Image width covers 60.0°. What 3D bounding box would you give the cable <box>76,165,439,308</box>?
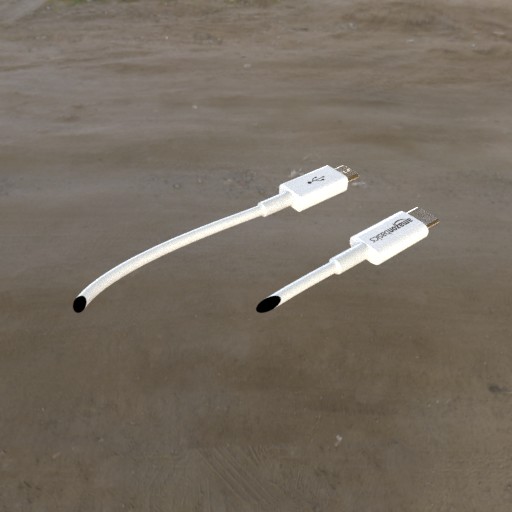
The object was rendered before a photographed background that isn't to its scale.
[{"bbox_3d":[0.000,0.000,0.112,0.098,0.006,0.040,-26,48,-27],"label":"cable"}]
